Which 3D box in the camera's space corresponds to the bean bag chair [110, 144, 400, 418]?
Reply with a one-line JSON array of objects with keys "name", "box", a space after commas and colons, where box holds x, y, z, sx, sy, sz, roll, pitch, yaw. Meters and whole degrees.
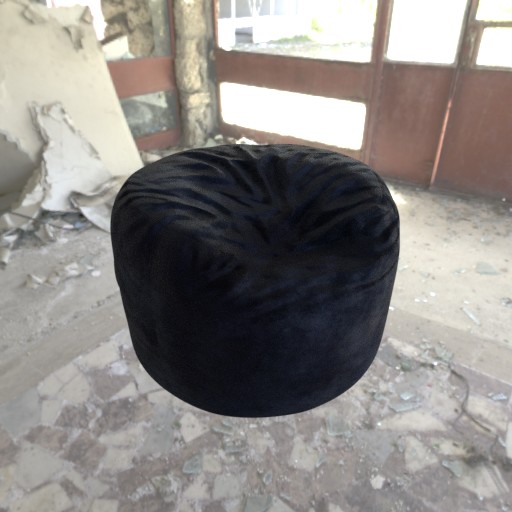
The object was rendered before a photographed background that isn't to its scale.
[{"name": "bean bag chair", "box": [0.000, 0.000, 1.507, 0.918, 0.616, 0.918, 0, 30, 0]}]
